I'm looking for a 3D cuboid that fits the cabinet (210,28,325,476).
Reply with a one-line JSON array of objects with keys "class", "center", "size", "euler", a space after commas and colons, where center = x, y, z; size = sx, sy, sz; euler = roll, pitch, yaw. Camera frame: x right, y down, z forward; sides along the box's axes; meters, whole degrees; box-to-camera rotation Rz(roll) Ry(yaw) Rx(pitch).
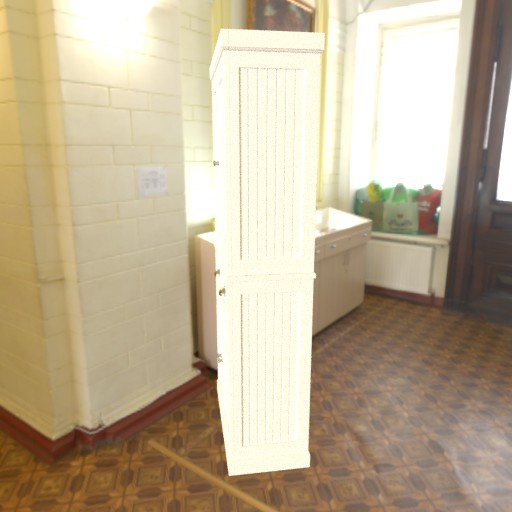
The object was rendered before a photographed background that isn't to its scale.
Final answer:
[{"class": "cabinet", "center": [0.000, 0.000, 2.156], "size": [0.390, 1.829, 0.754], "euler": [-2, 13, -9]}]
